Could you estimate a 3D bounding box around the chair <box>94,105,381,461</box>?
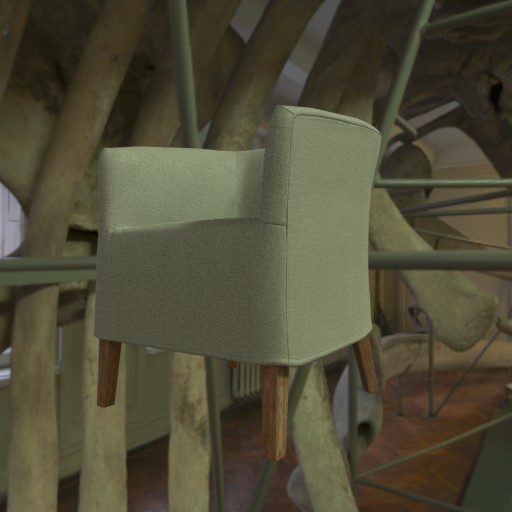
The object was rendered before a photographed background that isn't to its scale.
[{"bbox_3d":[0.000,0.000,1.239,0.600,0.771,0.668,-1,-1,36],"label":"chair"}]
